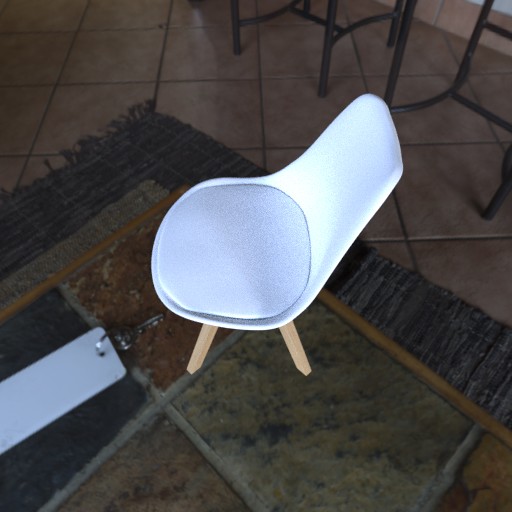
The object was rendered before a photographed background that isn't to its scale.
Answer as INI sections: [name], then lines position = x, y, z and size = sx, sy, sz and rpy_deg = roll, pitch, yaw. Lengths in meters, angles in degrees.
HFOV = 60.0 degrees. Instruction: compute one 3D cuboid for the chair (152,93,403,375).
[chair]
position = 0.000, 0.000, 1.202
size = 0.550, 0.849, 0.485
rpy_deg = 0, 56, 0
